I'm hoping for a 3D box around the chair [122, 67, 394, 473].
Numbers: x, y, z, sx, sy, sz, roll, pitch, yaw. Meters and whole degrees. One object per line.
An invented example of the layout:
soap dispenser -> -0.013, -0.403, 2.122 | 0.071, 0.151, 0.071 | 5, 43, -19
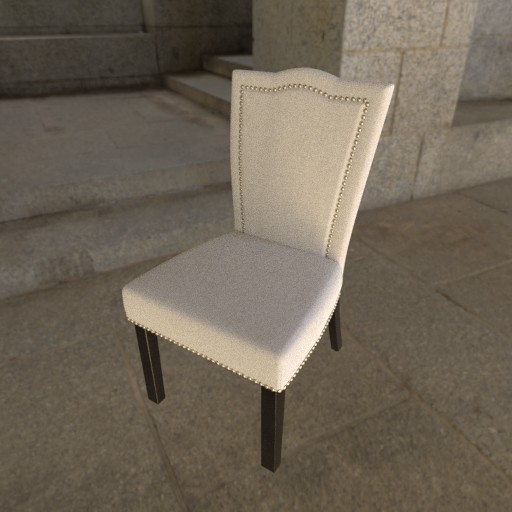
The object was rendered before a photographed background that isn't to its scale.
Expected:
chair -> 0.000, 0.000, 1.267 | 0.518, 0.946, 0.589 | 18, 35, 28
